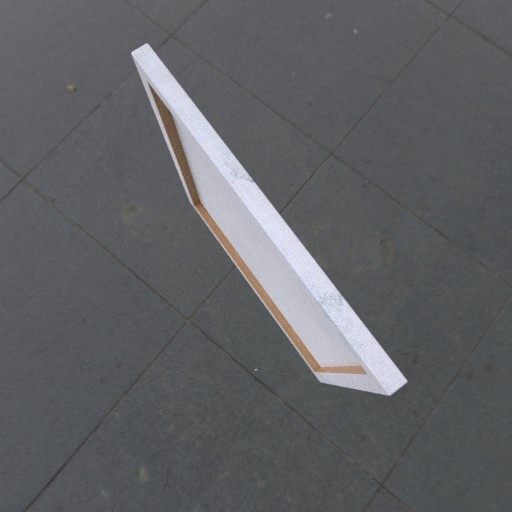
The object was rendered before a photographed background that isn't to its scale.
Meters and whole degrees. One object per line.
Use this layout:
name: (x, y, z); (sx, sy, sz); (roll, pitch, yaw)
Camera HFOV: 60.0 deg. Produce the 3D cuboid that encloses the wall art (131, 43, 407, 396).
wall art: (0.000, 0.000, 1.131); (0.038, 0.762, 0.762); (-35, 78, -8)
